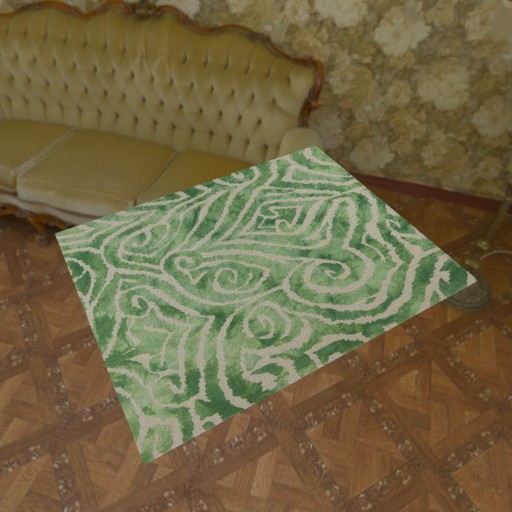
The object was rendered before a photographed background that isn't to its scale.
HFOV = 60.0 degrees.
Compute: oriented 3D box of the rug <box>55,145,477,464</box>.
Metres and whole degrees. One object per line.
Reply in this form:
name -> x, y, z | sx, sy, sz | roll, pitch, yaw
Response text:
rug -> 0.000, 0.000, 4.052 | 3.045, 0.007, 2.436 | -23, 51, -20
